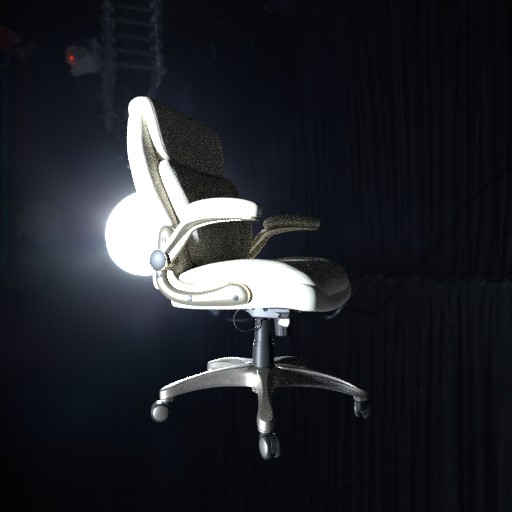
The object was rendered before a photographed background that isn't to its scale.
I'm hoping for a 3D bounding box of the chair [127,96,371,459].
[{"bbox_3d":[0.000,0.000,1.593,0.794,1.110,0.740,0,1,19],"label":"chair"}]
